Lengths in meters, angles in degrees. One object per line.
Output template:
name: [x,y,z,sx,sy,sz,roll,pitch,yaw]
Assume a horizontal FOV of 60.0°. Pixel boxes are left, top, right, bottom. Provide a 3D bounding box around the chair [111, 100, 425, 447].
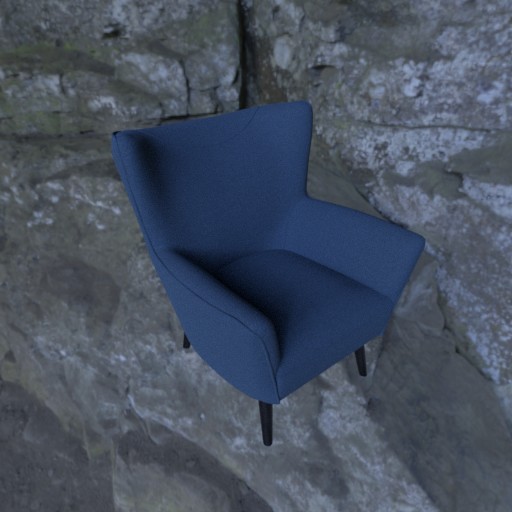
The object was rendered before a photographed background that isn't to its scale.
chair: [0.000,0.000,1.605,0.781,0.933,0.888,-23,38,-33]
